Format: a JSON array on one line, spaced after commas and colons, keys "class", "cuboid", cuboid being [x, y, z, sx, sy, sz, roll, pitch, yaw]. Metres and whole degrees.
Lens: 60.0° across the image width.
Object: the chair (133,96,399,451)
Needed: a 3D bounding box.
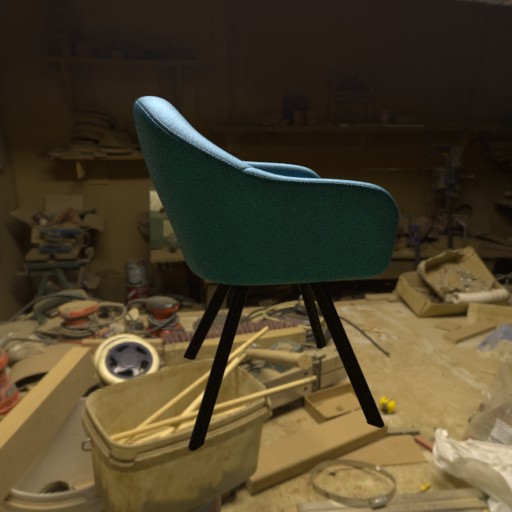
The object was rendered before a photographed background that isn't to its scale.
[{"class": "chair", "cuboid": [0.000, 0.000, 1.159, 0.570, 0.780, 0.540, -3, 16, -10]}]
